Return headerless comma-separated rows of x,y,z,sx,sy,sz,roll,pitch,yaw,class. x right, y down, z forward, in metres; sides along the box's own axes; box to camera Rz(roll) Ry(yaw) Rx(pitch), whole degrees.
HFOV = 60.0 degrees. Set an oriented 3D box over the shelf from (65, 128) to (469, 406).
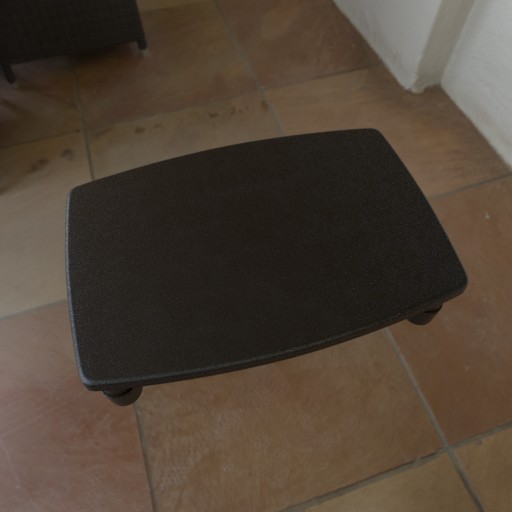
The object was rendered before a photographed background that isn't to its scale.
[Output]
0.000,0.000,0.525,0.410,0.100,0.280,-13,59,-8,shelf
